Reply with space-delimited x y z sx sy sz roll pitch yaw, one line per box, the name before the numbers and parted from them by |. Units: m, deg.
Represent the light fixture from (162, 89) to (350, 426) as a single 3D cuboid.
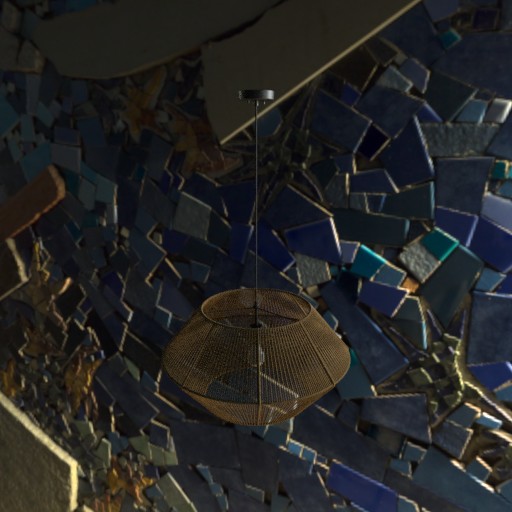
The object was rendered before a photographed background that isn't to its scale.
light fixture | 0.000 0.000 1.443 0.643 1.009 0.643 0 15 0
